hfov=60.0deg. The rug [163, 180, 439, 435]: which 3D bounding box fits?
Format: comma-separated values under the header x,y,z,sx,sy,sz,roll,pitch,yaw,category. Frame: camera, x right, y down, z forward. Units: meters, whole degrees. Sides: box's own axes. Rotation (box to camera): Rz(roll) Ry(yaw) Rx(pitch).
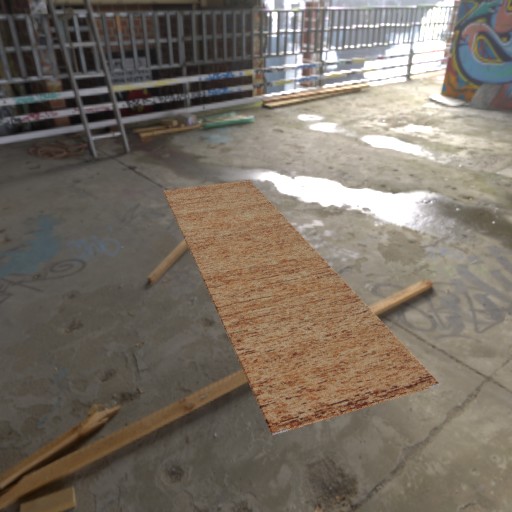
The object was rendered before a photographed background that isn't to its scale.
x,y,z,sx,sy,sz,roll,pitch,yaw,category
0.000,0.000,2.472,0.680,0.014,2.237,-10,32,-16,rug
